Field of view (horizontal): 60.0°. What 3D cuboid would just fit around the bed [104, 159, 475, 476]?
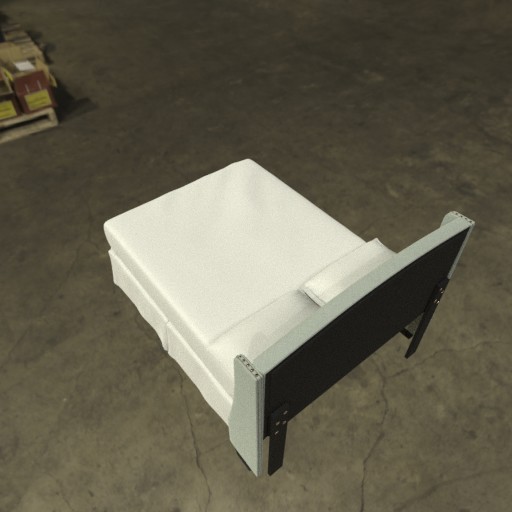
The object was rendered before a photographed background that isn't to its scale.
[{"bbox_3d":[0.000,0.000,3.370,1.710,1.407,2.237,-30,53,-26],"label":"bed"}]
